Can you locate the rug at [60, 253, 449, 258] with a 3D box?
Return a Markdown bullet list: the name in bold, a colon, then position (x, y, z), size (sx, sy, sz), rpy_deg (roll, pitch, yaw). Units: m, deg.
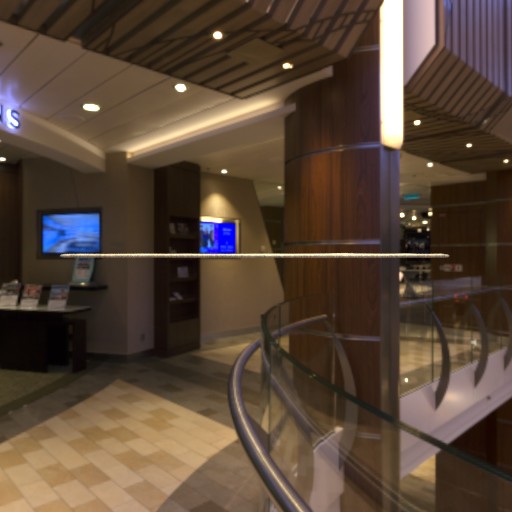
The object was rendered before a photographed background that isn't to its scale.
- **rug**: position (0.000, 0.000, 2.345), size (1.250, 0.015, 1.850), rpy_deg (0, 0, 0)
